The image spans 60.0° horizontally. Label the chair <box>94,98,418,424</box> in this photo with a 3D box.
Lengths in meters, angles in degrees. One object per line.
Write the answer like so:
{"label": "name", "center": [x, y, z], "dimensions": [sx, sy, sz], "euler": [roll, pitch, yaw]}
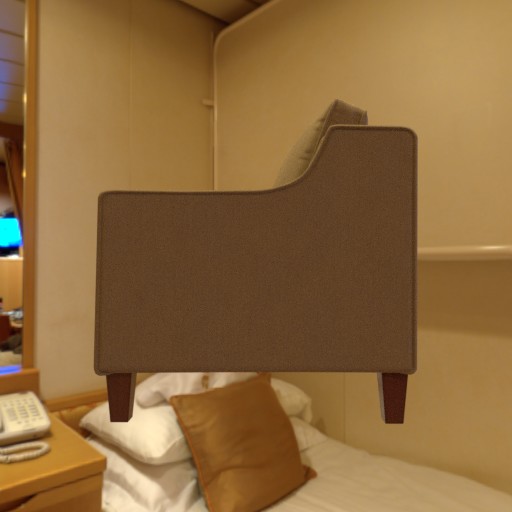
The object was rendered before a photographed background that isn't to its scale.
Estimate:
{"label": "chair", "center": [0.000, 0.000, 1.636], "dimensions": [0.909, 0.960, 0.831], "euler": [0, -1, 1]}
